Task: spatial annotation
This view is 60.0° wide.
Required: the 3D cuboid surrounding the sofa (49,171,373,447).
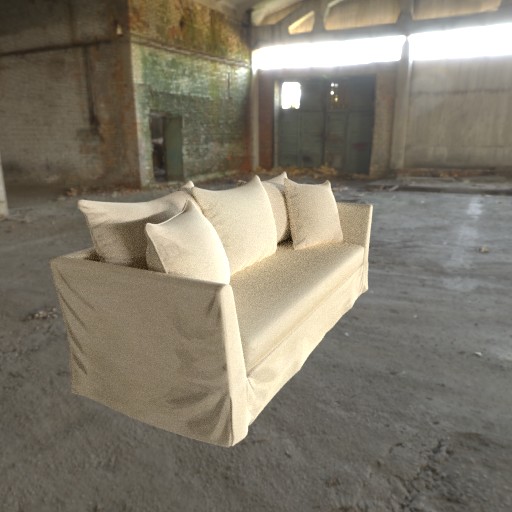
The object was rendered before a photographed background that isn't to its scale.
[{"bbox_3d":[0.000,0.000,3.025,1.030,1.042,2.484,8,17,26],"label":"sofa"}]
